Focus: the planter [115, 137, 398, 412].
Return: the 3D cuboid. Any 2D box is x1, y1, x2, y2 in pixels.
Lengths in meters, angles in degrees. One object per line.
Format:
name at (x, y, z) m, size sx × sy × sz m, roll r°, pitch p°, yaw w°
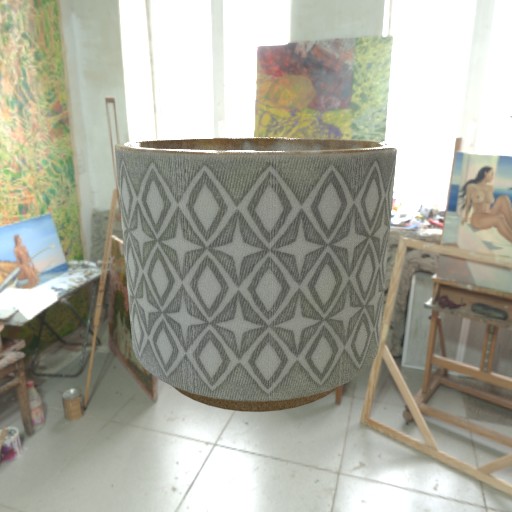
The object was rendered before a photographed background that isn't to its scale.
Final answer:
planter at (0.000, 0.000, 0.449) m, size 0.255 × 0.223 × 0.255 m, roll 0°, pitch 17°, yaw 0°
